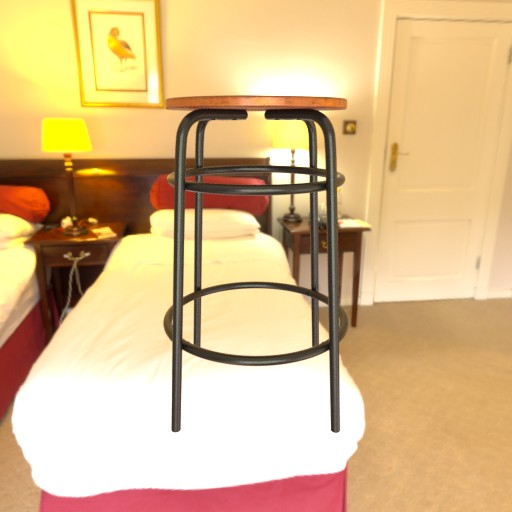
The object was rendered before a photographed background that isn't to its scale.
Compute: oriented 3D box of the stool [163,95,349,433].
[{"bbox_3d":[0.000,0.000,0.917,0.455,0.610,0.455,-16,23,-42],"label":"stool"}]
